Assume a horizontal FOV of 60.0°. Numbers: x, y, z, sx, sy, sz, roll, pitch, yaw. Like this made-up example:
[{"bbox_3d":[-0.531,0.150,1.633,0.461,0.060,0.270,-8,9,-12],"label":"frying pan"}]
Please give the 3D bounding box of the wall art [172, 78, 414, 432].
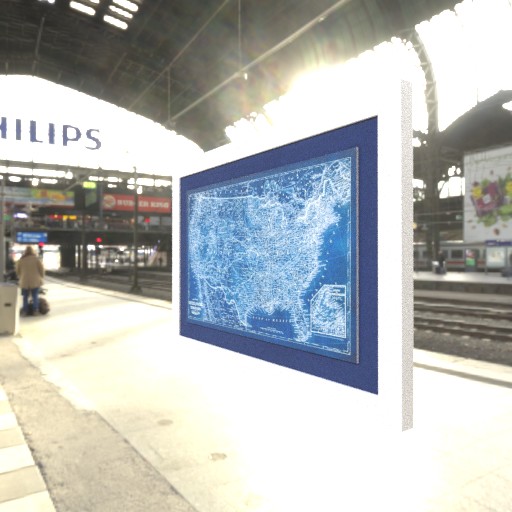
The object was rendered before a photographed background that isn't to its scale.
[{"bbox_3d":[0.000,0.000,1.666,0.051,0.902,1.308,0,0,-37],"label":"wall art"}]
